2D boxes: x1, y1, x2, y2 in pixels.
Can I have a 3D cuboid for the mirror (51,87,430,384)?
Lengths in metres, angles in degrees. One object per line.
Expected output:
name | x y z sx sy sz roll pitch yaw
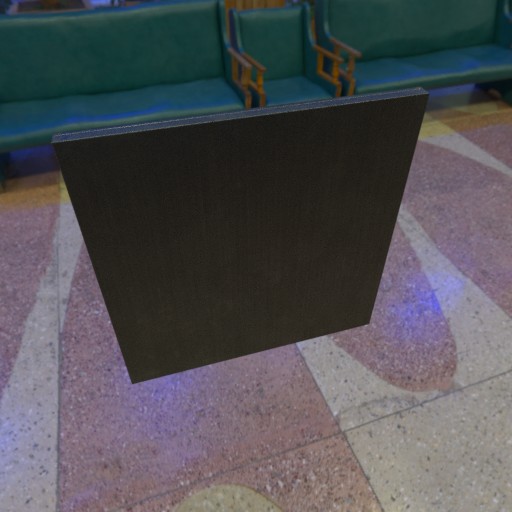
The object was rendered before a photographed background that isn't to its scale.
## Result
mirror | 0.000 0.000 0.563 0.382 0.381 0.020 -12 43 -13
